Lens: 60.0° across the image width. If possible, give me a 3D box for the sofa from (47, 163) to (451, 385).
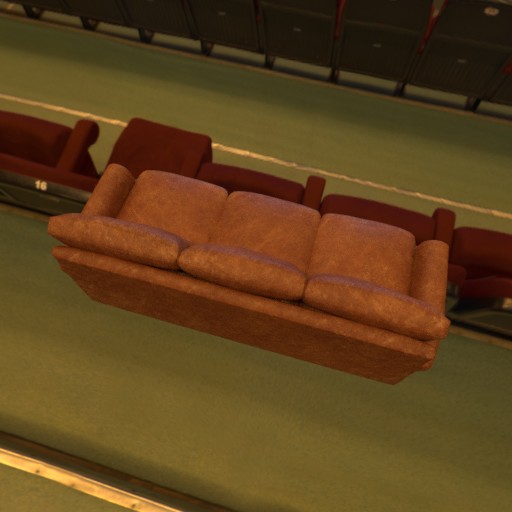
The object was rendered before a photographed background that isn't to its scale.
[{"bbox_3d":[0.000,0.000,2.870,2.351,0.977,0.973,14,64,7],"label":"sofa"}]
